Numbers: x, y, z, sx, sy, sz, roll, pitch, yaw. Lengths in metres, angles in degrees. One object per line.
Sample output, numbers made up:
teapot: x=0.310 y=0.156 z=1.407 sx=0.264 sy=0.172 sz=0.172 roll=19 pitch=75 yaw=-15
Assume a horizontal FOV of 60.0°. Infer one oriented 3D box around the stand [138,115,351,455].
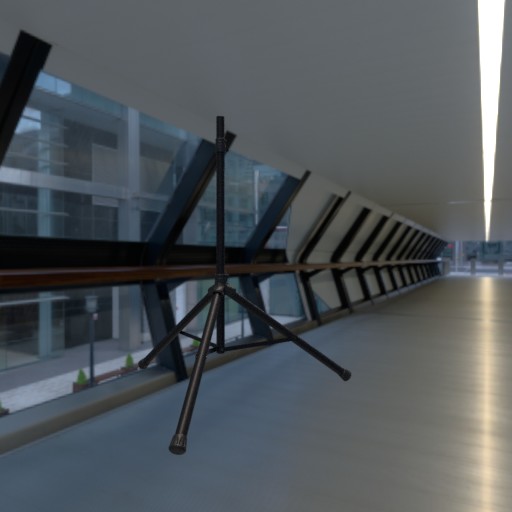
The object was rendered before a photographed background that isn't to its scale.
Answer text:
stand: x=0.000 y=0.000 z=1.865 sx=0.907 sy=1.136 sz=1.045 roll=0 pitch=1 yaw=-18
